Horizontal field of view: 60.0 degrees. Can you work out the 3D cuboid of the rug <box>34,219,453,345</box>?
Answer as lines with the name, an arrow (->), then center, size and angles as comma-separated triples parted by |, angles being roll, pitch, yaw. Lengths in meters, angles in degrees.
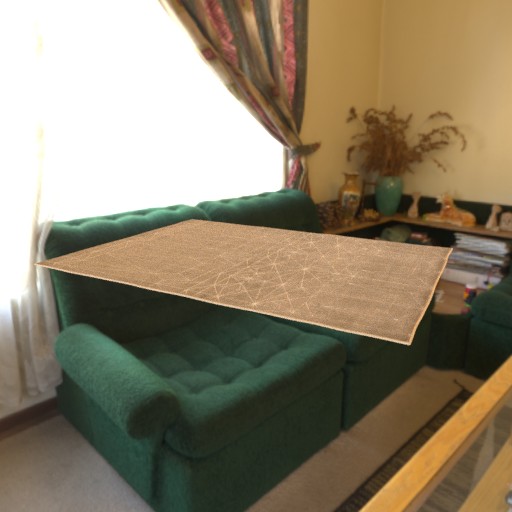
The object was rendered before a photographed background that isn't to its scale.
rug -> 0.000, 0.000, 4.358 | 3.357, 0.019, 2.449 | 8, 18, 27
